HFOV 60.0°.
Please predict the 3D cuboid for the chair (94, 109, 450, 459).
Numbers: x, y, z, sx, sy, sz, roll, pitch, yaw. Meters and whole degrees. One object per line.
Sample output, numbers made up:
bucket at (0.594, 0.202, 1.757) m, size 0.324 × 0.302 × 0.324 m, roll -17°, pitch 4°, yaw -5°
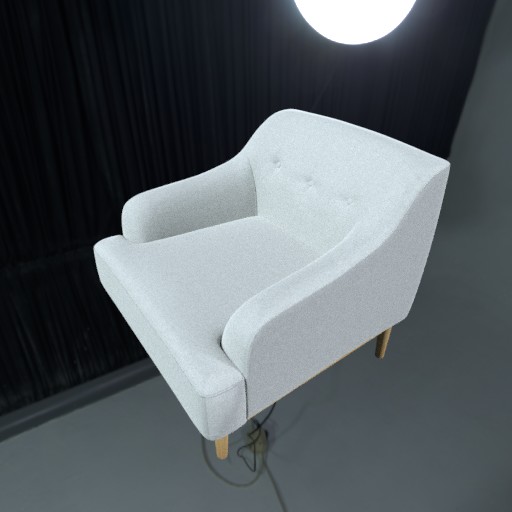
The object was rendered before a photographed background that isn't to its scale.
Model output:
chair at (0.000, 0.000, 1.629) m, size 0.951 × 0.818 × 0.946 m, roll -20°, pitch 37°, yaw -28°
